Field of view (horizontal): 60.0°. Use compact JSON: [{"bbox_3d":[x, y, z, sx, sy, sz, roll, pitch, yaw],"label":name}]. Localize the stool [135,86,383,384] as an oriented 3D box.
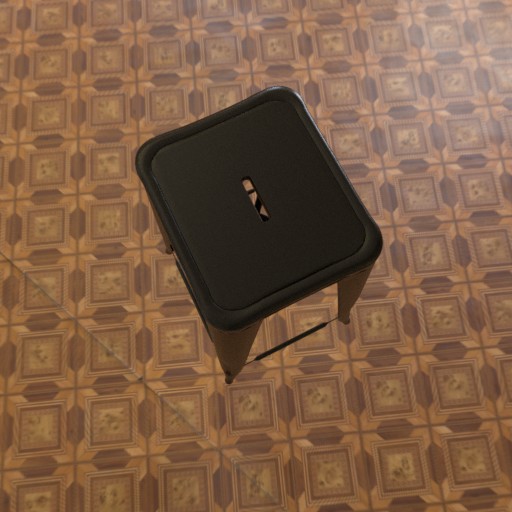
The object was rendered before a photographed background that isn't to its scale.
[{"bbox_3d":[0.000,0.000,0.881,0.423,0.609,0.455,-37,78,-9],"label":"stool"}]
